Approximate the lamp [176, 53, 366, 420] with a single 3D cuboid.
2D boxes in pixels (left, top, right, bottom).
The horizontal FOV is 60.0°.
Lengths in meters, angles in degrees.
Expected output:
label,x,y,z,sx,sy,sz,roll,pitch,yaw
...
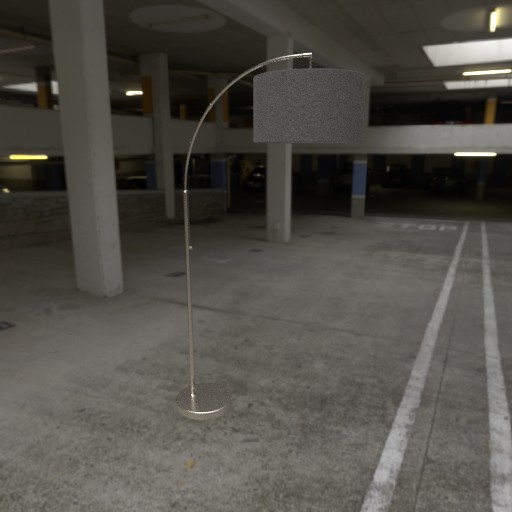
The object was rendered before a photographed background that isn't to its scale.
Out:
label,x,y,z,sx,sy,sz,roll,pitch,yaw
lamp,0.000,0.000,2.096,0.934,1.735,0.452,7,15,25
